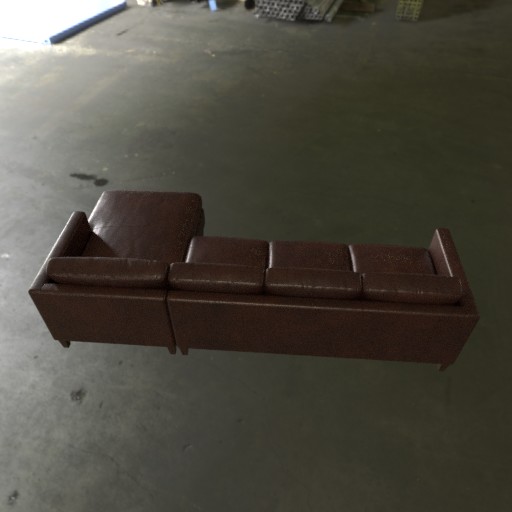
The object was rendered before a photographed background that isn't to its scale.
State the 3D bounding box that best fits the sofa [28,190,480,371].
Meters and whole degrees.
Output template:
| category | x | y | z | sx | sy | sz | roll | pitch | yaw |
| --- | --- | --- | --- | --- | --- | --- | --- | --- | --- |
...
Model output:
| category | x | y | z | sx | sy | sz | roll | pitch | yaw |
| --- | --- | --- | --- | --- | --- | --- | --- | --- | --- |
| sofa | 0.000 | 0.000 | 3.873 | 3.203 | 0.883 | 1.581 | 3 | 45 | 3 |
